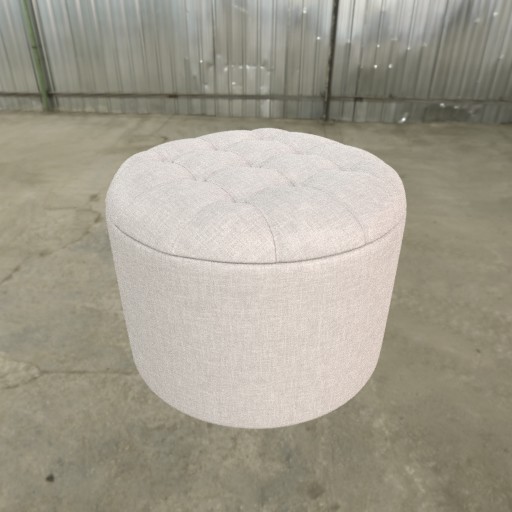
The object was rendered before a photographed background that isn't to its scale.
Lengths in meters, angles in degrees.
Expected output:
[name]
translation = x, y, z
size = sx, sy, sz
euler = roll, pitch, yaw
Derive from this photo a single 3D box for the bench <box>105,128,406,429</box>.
[bench]
translation = 0.000, 0.000, 0.992
size = 0.600, 0.453, 0.600
euler = 0, 31, 0
